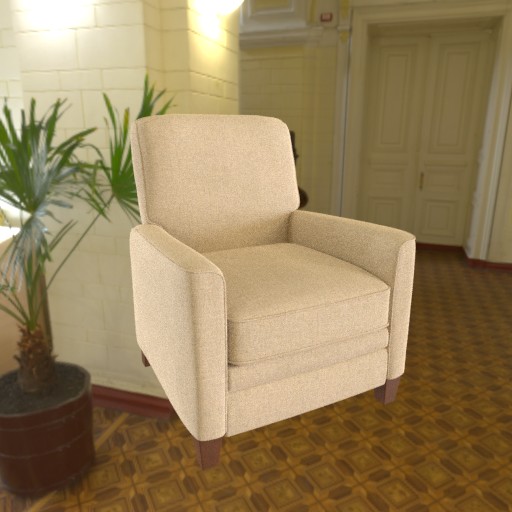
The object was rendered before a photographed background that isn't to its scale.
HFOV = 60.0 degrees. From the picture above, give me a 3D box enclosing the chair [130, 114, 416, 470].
[{"bbox_3d":[0.000,0.000,1.648,0.845,1.023,0.859,-8,18,-27],"label":"chair"}]
